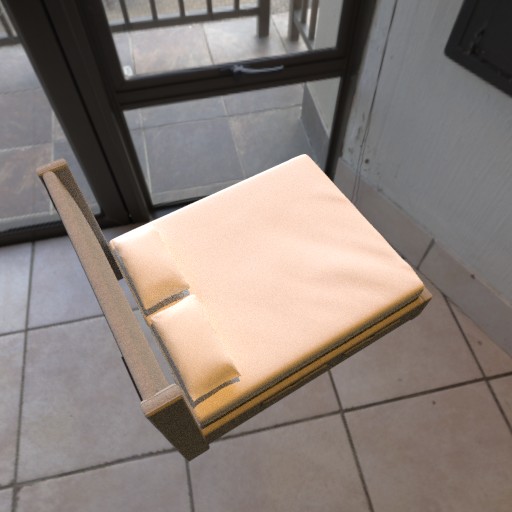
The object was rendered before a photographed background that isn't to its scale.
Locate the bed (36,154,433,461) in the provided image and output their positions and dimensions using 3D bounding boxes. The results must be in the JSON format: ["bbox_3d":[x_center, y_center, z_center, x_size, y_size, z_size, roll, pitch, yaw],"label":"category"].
[{"bbox_3d":[0.000,0.000,3.333,2.222,1.491,1.774,-27,62,-16],"label":"bed"}]
